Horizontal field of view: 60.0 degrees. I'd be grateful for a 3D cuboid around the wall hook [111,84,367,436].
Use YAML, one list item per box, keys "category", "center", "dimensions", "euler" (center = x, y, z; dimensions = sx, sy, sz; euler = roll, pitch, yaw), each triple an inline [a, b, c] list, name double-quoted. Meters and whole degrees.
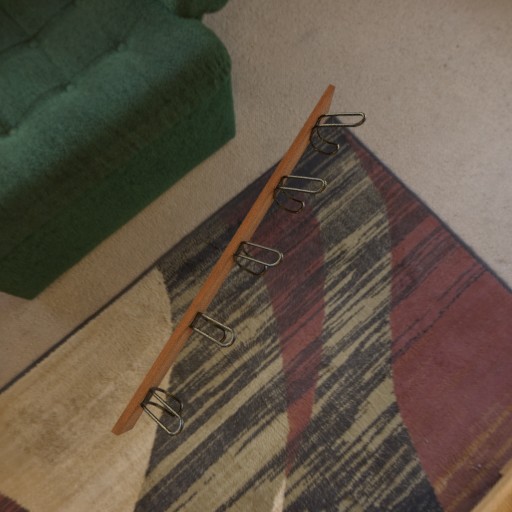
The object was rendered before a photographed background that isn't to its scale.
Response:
- category: "wall hook"
  center: [0.000, 0.000, 0.595]
  dimensions: [0.076, 0.116, 0.554]
  euler: [30, 77, 7]
